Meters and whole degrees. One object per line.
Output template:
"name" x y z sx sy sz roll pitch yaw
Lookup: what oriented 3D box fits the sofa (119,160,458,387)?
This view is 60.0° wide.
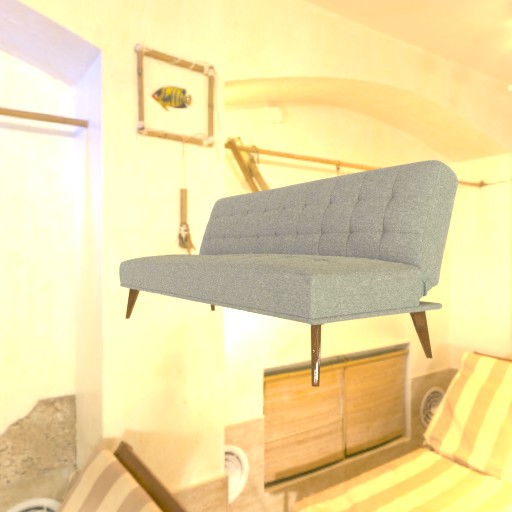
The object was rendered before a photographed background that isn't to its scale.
"sofa" 0.000 0.000 2.347 0.860 0.810 1.800 -1 1 -36
